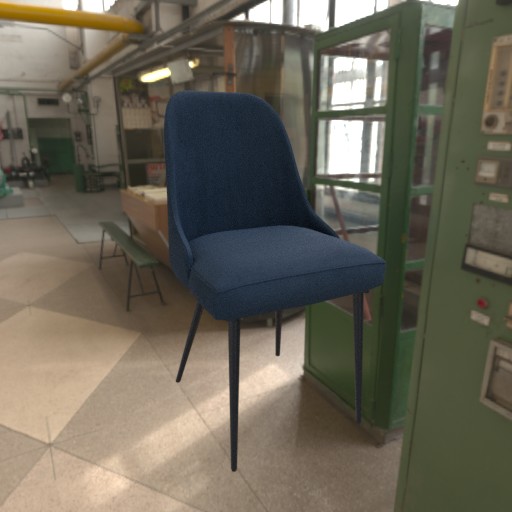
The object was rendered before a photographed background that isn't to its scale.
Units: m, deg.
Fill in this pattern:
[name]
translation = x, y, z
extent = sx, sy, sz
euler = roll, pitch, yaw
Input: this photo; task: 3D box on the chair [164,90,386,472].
[chair]
translation = 0.000, 0.000, 1.229
extent = 0.478, 0.896, 0.559
euler = -8, 18, -27
